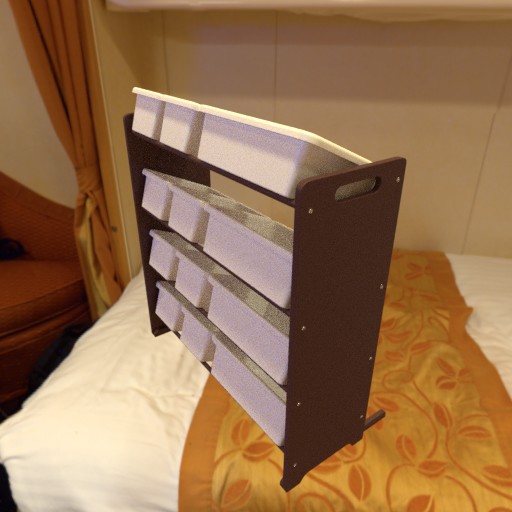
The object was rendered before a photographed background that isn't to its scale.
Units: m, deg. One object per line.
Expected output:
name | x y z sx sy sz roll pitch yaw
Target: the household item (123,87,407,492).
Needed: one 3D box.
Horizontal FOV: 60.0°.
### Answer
household item | 0.000 0.000 1.268 0.389 0.864 0.787 -19 33 -31
